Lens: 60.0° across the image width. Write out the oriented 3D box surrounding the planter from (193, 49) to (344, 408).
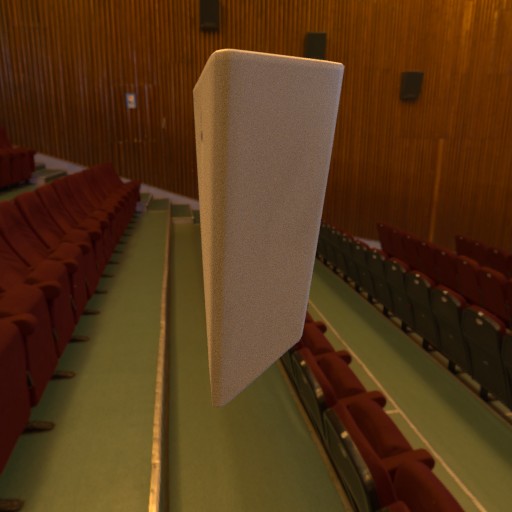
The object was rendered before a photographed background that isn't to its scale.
[{"bbox_3d":[0.000,0.000,0.262,0.060,0.197,0.150,-3,15,-10],"label":"planter"}]
